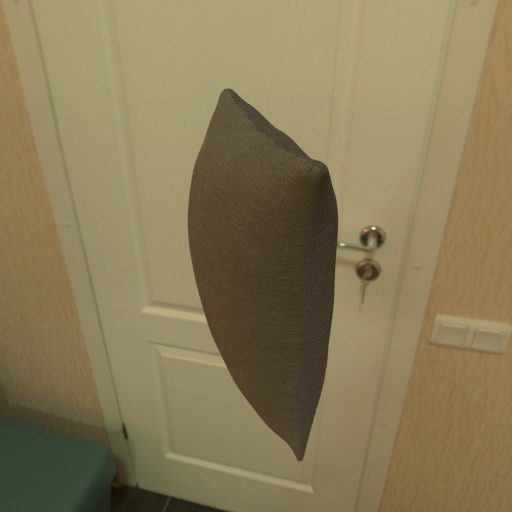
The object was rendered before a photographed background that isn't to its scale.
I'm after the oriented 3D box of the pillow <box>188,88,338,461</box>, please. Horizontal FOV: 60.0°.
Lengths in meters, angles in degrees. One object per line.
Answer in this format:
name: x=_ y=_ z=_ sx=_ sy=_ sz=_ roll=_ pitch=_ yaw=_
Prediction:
pillow: x=0.000 y=0.000 z=0.709 sx=0.204 sy=0.439 sz=0.452 roll=-7 pitch=31 yaw=-13
